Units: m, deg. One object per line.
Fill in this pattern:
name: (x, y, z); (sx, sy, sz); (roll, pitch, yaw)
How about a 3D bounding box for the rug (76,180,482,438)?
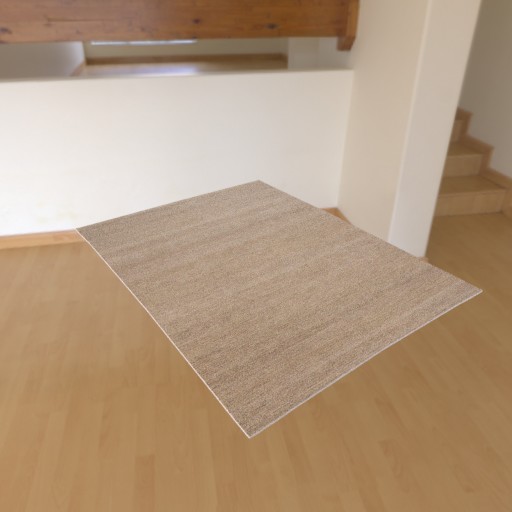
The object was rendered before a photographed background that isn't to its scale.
rug: (0.000, 0.000, 4.280); (2.467, 0.046, 3.245); (-20, 36, -30)
